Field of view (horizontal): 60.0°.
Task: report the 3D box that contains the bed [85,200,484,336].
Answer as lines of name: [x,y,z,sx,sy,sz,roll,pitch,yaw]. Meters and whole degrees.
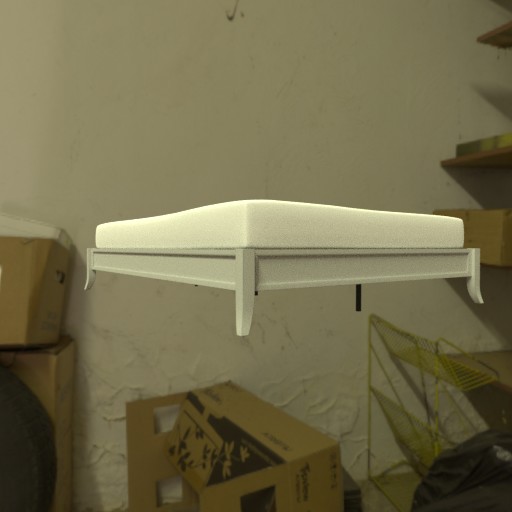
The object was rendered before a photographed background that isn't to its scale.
bed: [0.000,0.000,2.852,1.604,0.510,2.108,-1,1,-35]
